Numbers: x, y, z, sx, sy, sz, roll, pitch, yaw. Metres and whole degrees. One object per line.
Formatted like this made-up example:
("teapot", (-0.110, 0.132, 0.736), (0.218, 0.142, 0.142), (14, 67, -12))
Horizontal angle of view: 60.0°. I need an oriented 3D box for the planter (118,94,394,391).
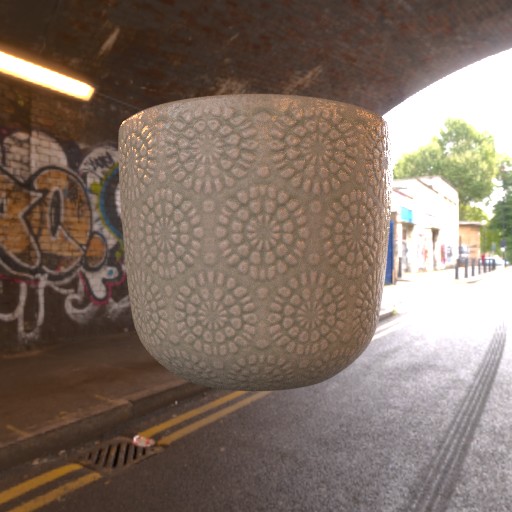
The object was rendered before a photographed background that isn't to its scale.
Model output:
("planter", (0.000, 0.000, 0.209), (0.124, 0.109, 0.124), (0, 0, 0))
